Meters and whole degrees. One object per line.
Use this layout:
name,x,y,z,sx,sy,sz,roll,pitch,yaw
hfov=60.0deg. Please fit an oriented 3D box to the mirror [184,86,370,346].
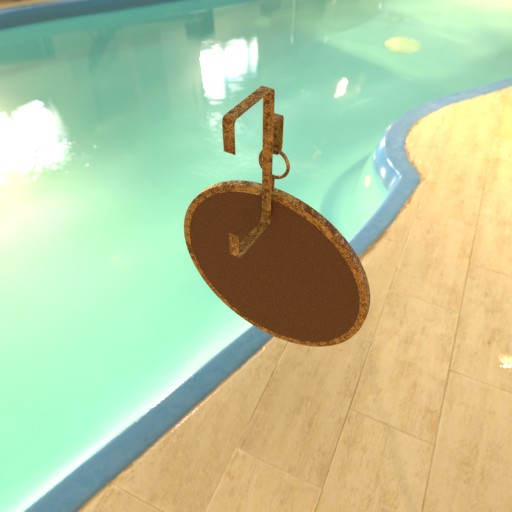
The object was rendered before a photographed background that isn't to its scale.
mirror,0.000,0.000,0.855,0.447,0.651,0.144,24,51,21
